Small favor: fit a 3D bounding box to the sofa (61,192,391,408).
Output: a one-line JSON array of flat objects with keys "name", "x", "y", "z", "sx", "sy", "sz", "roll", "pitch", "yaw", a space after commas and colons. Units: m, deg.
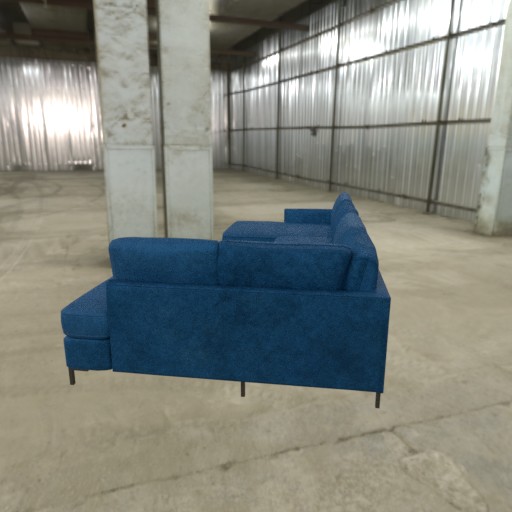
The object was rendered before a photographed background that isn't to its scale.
[{"name": "sofa", "x": 0.000, "y": 0.000, "z": 4.313, "sx": 2.055, "sy": 0.992, "sz": 3.434, "roll": 2, "pitch": 15, "yaw": 8}]
